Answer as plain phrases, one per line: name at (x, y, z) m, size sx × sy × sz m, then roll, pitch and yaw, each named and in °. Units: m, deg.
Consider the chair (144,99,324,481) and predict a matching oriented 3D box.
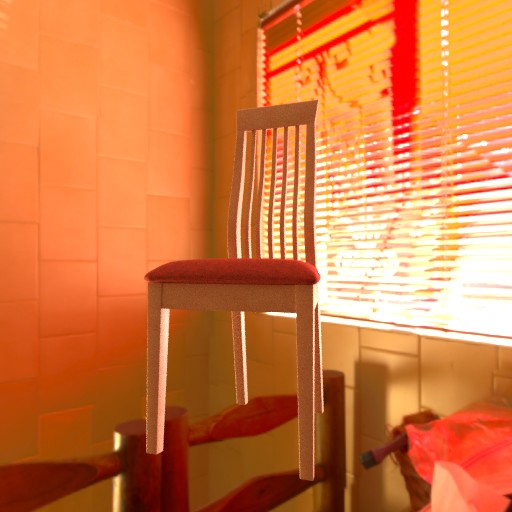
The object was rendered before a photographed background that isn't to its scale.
chair at (0.000, 0.000, 1.298) m, size 0.460 × 1.027 × 0.474 m, roll 0°, pitch -1°, yaw 20°
